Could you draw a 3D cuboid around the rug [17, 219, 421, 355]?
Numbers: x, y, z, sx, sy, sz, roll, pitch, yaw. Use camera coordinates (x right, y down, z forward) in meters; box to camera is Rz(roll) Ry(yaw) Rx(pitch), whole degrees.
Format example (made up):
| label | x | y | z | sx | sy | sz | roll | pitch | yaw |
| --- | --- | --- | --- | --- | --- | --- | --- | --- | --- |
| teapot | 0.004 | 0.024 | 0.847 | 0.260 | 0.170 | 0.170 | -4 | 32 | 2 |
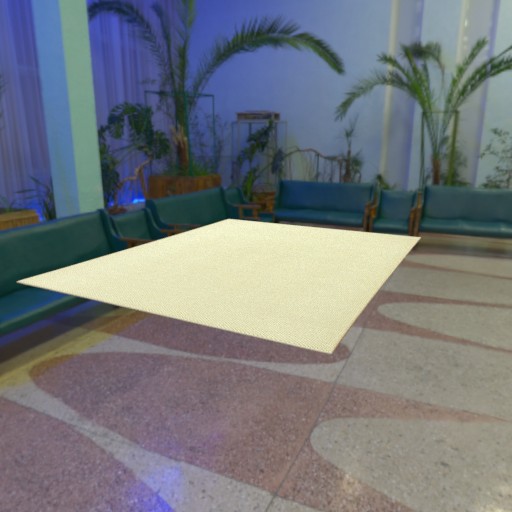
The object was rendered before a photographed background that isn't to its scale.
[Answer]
| label | x | y | z | sx | sy | sz | roll | pitch | yaw |
| --- | --- | --- | --- | --- | --- | --- | --- | --- | --- |
| rug | 0.000 | 0.000 | 4.059 | 2.462 | 0.018 | 3.039 | 8 | 17 | 27 |
